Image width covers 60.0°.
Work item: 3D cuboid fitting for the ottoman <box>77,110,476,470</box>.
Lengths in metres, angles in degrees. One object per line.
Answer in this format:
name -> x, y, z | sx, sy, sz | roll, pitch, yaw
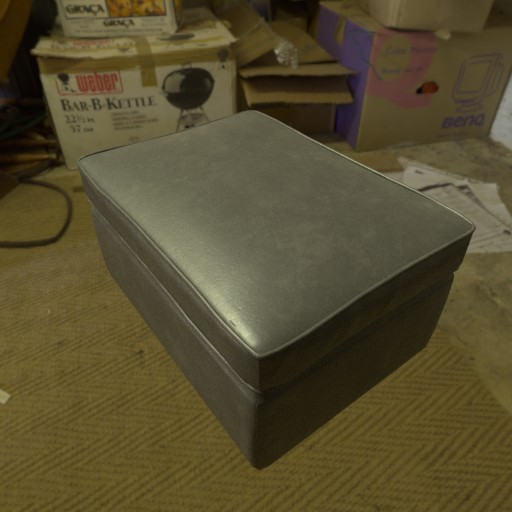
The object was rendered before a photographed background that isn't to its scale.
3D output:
ottoman -> 0.000, 0.000, 1.082 | 0.554, 0.445, 0.756 | -25, 46, -27
